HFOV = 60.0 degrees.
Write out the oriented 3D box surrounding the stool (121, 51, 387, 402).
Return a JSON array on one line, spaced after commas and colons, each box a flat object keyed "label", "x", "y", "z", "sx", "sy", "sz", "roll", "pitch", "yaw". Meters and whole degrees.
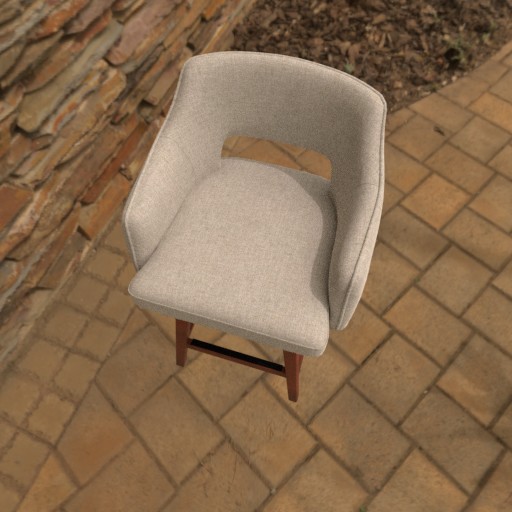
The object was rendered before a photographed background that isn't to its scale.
[{"label": "stool", "x": 0.000, "y": 0.000, "z": 1.293, "sx": 0.599, "sy": 0.944, "sz": 0.558, "roll": 15, "pitch": 60, "yaw": 9}]
